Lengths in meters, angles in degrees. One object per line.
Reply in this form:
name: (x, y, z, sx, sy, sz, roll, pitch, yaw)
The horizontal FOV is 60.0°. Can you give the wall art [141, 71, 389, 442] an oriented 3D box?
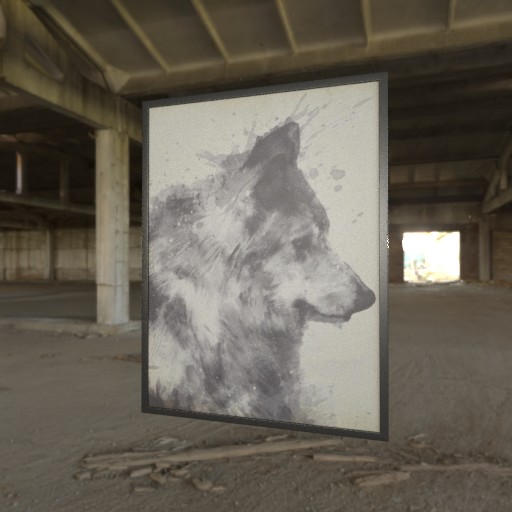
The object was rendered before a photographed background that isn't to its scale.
wall art: (0.000, 0.000, 1.407, 0.804, 1.061, 0.039, 0, -1, 18)
